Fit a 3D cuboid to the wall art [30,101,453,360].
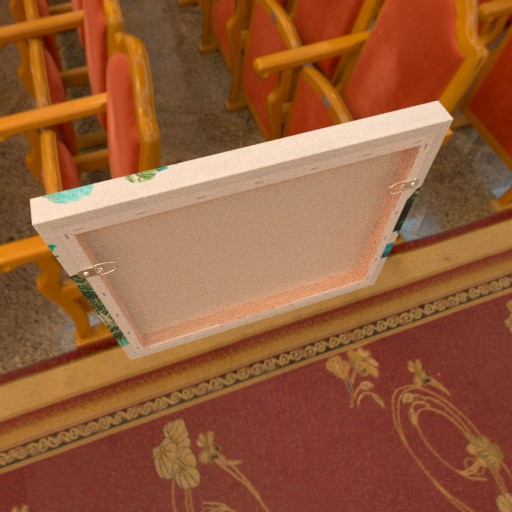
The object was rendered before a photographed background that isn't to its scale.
[{"bbox_3d":[0.000,0.000,0.701,0.507,0.435,0.041,-16,60,-10],"label":"wall art"}]
